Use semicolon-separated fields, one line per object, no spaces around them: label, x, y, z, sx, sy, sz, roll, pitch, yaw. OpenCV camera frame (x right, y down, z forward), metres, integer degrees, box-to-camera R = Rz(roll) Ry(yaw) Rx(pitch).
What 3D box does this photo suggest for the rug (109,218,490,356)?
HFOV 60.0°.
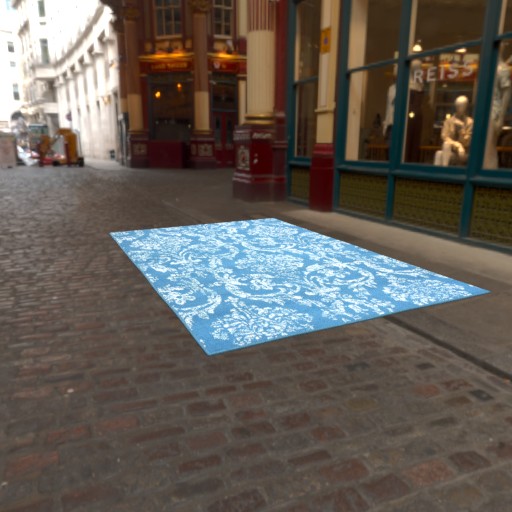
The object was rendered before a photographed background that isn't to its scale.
rug;0.000;0.000;2.325;1.211;0.012;1.833;-7;17;-25
